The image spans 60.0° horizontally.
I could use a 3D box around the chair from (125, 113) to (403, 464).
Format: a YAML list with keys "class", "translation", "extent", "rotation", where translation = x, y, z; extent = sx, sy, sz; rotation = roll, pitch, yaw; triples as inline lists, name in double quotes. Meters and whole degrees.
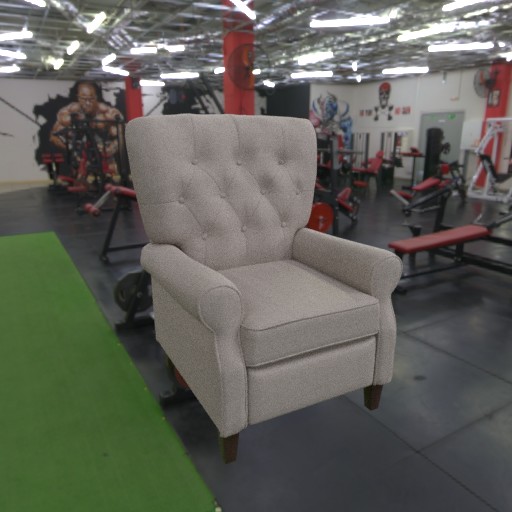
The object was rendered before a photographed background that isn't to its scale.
- class: "chair"
  translation: [0.000, 0.000, 1.953]
  extent: [0.942, 1.209, 1.025]
  rotation: [-8, 18, -26]
